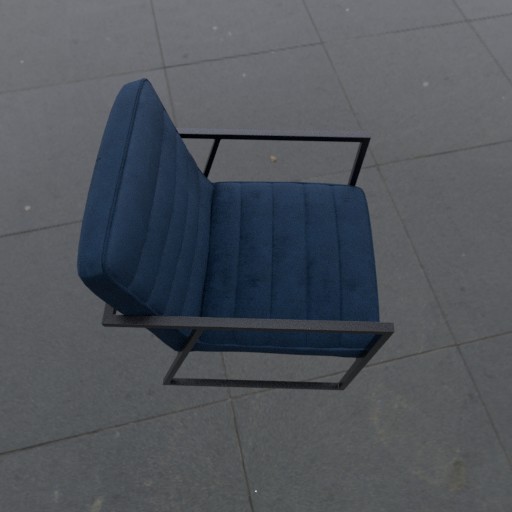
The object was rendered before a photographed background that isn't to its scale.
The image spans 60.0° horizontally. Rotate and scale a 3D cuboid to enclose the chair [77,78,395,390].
[{"bbox_3d":[0.000,0.000,1.265,0.677,0.833,0.571,2,62,1],"label":"chair"}]
